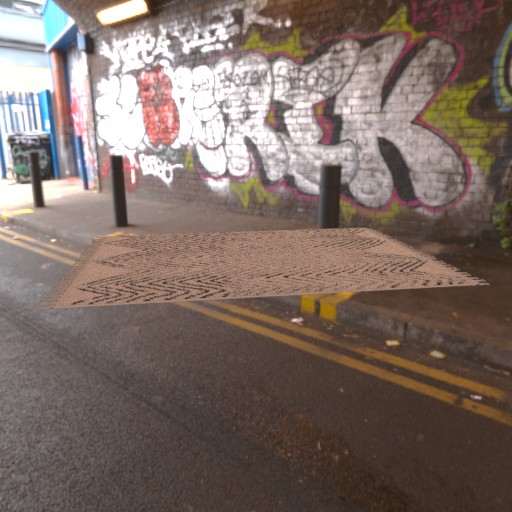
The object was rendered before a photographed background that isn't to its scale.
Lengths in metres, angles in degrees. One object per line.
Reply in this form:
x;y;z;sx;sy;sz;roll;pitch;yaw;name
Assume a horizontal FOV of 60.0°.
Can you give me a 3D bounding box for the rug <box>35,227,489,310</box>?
0.000;0.000;2.327;1.847;0.014;1.230;-2;15;-9;rug
